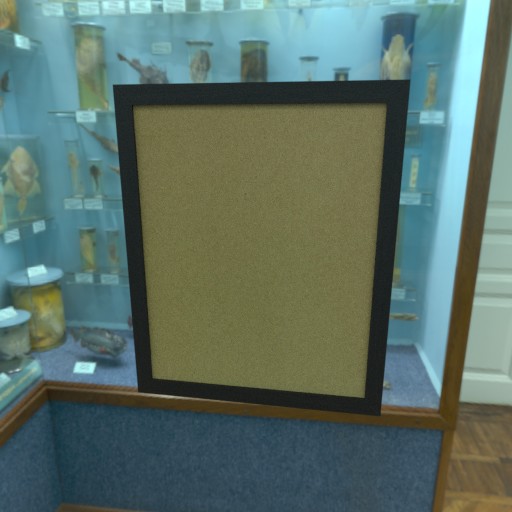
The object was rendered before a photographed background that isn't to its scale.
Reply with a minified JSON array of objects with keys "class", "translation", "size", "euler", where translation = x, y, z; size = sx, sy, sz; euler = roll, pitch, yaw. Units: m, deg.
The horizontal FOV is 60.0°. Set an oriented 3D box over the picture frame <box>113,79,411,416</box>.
[{"class":"picture frame","translation":[0.000,0.000,0.762],"size":[0.452,0.555,0.044],"euler":[3,16,9]}]
